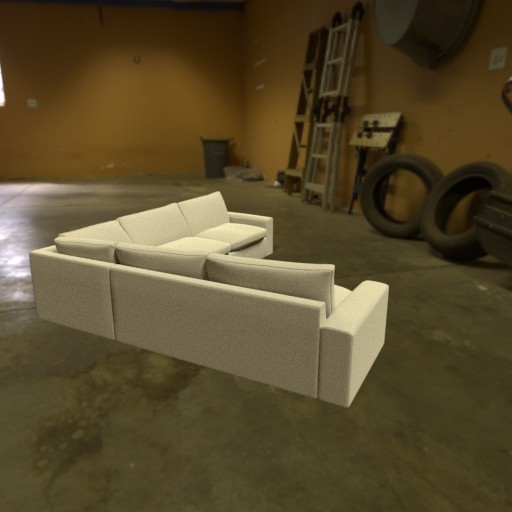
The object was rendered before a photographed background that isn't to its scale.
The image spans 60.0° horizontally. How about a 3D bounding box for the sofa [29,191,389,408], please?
[{"bbox_3d":[0.000,0.000,4.807,3.066,0.918,3.206,8,18,27],"label":"sofa"}]
